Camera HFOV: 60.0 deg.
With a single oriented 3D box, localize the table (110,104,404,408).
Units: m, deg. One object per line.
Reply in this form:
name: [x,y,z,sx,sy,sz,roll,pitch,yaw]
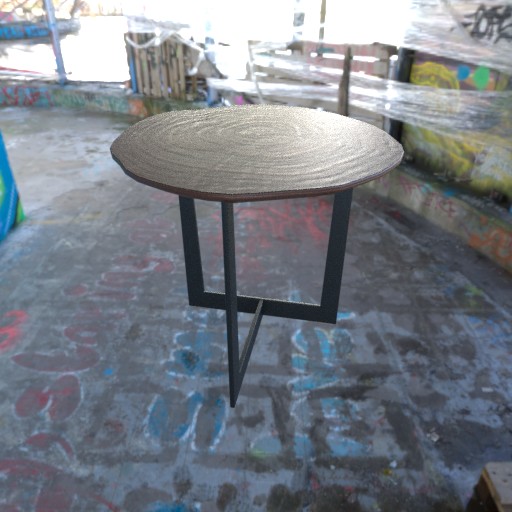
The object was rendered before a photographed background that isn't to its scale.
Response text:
table: [0.000,0.000,0.882,0.477,0.476,0.494,1,31,1]
